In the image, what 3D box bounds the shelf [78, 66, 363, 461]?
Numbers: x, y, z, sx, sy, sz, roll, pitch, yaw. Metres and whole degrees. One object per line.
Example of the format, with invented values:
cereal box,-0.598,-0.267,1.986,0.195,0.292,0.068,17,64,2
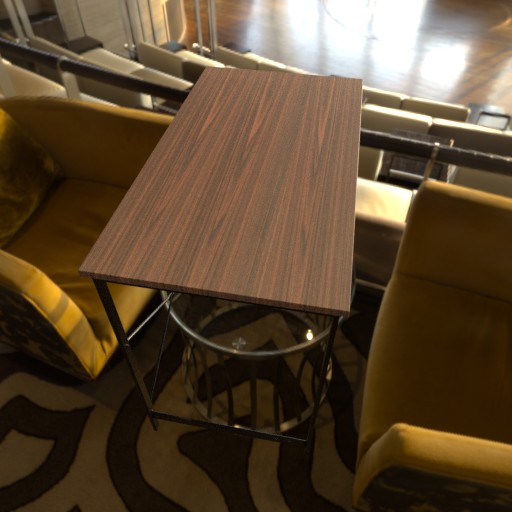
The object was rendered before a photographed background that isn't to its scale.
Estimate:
shelf,0.000,0.000,1.363,0.498,0.750,0.902,8,47,8
